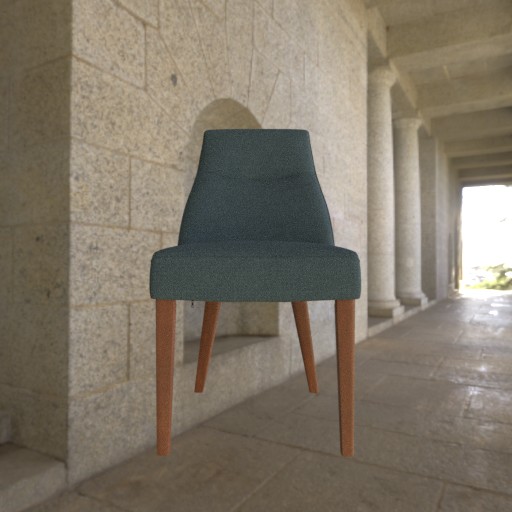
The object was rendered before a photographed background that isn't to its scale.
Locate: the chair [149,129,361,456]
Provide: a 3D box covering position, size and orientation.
[{"bbox_3d":[0.000,0.000,1.330,0.500,0.930,0.620,0,-1,0],"label":"chair"}]
